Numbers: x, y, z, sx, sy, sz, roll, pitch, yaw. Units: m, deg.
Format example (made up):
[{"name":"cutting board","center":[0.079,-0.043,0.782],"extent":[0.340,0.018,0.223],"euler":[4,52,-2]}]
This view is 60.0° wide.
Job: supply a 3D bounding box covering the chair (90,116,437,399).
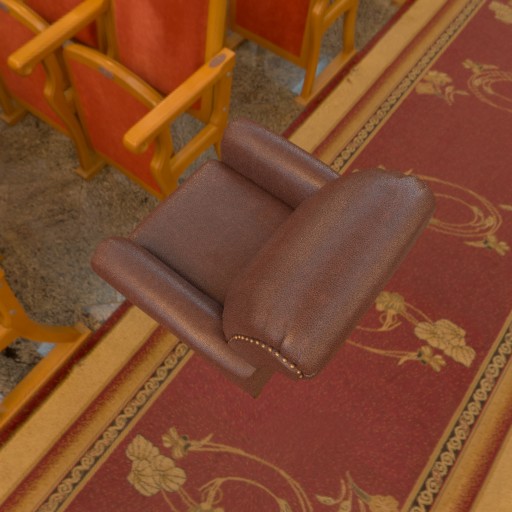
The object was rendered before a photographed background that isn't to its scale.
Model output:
[{"name":"chair","center":[0.000,0.000,1.649],"extent":[0.890,0.927,0.854],"euler":[35,68,16]}]
